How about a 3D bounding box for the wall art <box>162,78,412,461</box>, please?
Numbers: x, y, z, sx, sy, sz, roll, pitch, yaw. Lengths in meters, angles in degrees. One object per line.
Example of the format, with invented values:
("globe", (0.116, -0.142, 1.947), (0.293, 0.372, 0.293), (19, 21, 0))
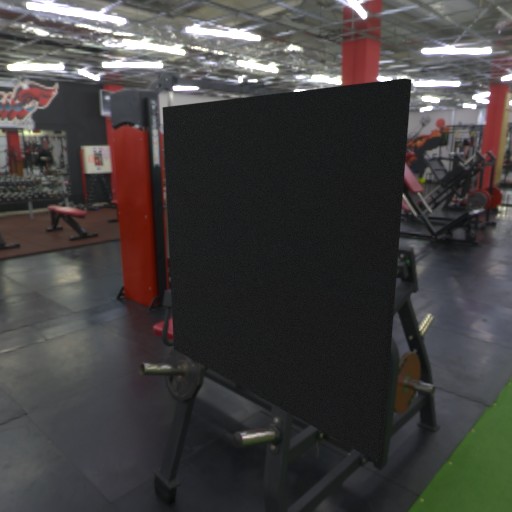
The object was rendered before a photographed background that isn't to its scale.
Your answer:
("wall art", (0.000, 0.000, 0.674), (0.013, 0.458, 0.456), (-13, 19, -43))
